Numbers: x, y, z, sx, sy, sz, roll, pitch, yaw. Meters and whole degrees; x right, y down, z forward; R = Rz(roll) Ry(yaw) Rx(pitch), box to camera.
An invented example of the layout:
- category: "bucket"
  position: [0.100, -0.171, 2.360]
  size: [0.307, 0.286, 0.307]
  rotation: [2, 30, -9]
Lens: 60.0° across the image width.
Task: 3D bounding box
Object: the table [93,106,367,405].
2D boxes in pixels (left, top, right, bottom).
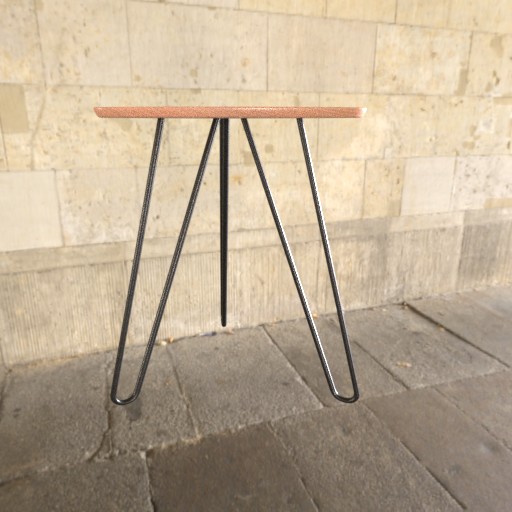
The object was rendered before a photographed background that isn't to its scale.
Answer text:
- category: "table"
  position: [0.000, 0.000, 0.895]
  size: [0.455, 0.564, 0.442]
  rotation: [8, 19, 25]
